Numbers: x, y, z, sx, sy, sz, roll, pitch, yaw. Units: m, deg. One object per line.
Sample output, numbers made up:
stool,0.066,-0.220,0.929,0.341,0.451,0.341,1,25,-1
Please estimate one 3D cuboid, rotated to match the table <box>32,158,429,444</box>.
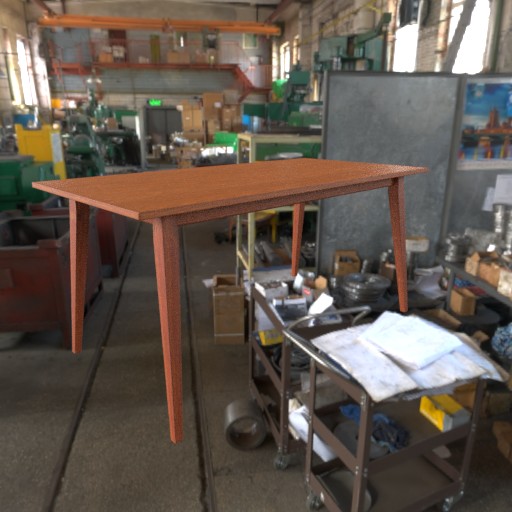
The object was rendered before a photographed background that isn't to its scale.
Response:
table,0.000,0.000,2.063,1.609,0.755,0.811,-16,23,-41
